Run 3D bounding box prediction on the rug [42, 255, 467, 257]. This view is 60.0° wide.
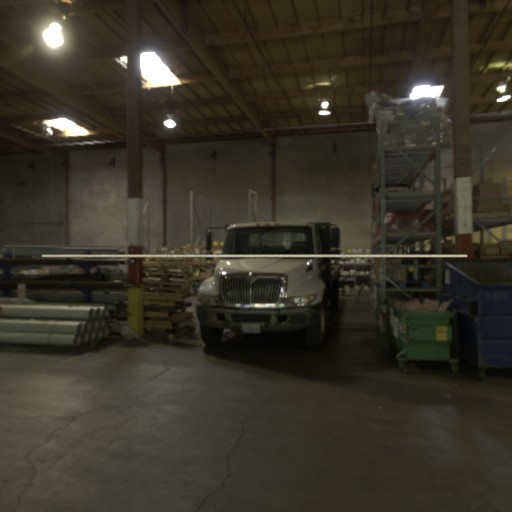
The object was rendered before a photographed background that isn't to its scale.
[{"bbox_3d":[0.000,0.000,4.055,2.438,0.013,3.048,0,0,0],"label":"rug"}]
